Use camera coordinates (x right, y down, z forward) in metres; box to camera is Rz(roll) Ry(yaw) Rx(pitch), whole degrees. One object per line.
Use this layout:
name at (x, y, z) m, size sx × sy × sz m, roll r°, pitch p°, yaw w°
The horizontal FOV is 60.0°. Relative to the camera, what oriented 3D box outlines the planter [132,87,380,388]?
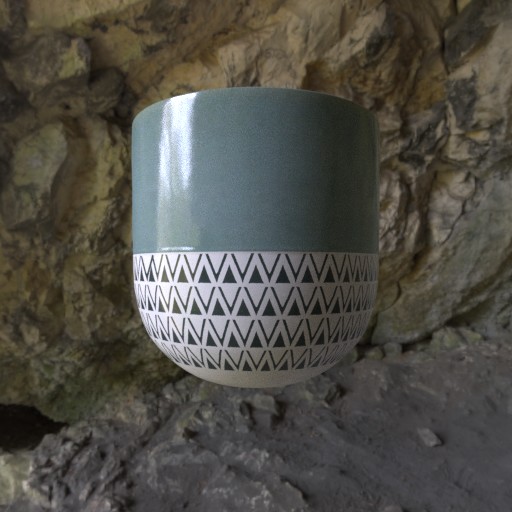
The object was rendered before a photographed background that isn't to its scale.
planter at (0.000, 0.000, 0.490) m, size 0.266 × 0.270 × 0.266 m, roll 0°, pitch -2°, yaw 0°
